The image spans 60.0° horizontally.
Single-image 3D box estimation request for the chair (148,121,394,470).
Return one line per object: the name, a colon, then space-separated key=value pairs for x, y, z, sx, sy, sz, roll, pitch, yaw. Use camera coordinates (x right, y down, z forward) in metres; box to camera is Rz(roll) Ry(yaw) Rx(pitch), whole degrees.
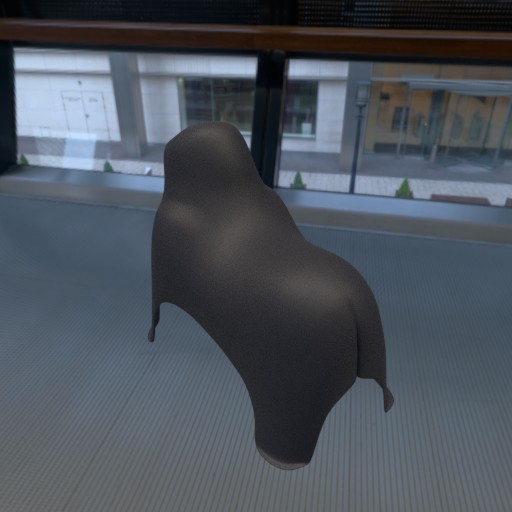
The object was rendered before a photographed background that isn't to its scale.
chair: x=0.000 y=0.000 z=1.132 sx=0.490 sy=0.600 sz=0.758 roll=-18 pitch=34 yaw=-30
